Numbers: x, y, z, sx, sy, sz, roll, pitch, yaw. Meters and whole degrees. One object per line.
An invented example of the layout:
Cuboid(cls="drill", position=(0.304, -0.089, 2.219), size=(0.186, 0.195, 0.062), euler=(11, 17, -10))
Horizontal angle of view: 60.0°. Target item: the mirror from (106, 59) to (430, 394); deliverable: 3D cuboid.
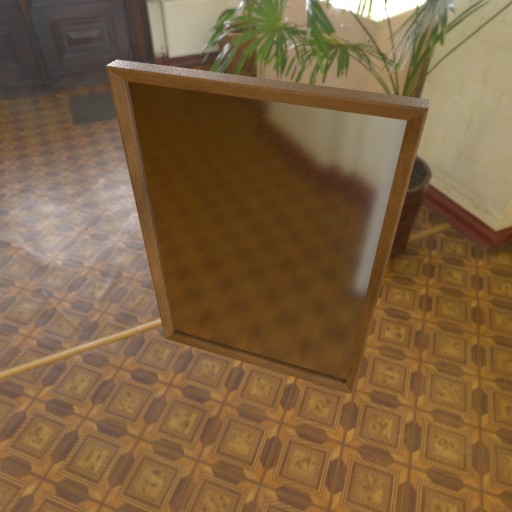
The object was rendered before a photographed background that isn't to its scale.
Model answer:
Cuboid(cls="mirror", position=(0.000, 0.000, 0.909), size=(0.508, 0.711, 0.039), euler=(13, 43, 14))
